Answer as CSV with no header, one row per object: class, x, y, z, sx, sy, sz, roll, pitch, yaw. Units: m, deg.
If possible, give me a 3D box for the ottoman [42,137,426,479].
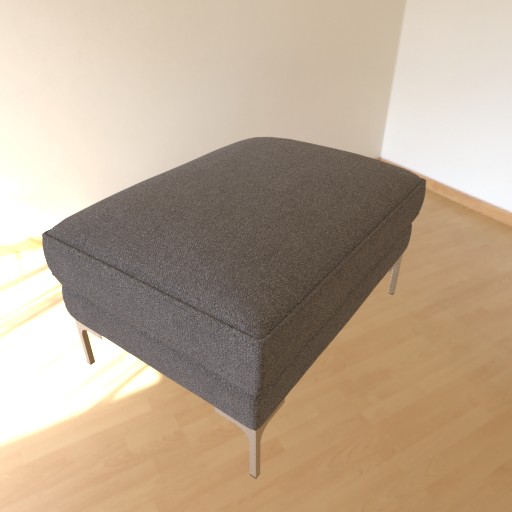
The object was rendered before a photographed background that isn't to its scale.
ottoman,0.000,0.000,1.142,0.583,0.464,0.785,21,38,29
